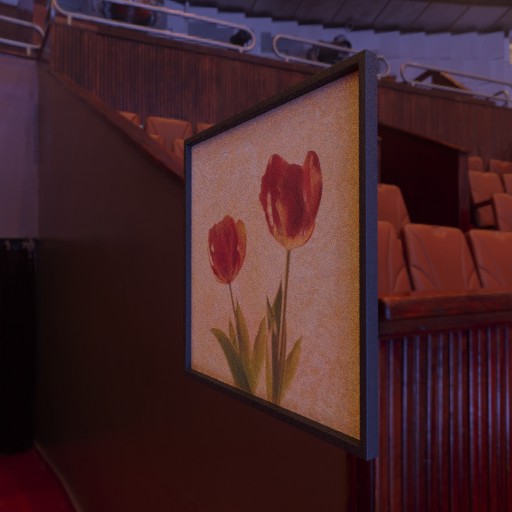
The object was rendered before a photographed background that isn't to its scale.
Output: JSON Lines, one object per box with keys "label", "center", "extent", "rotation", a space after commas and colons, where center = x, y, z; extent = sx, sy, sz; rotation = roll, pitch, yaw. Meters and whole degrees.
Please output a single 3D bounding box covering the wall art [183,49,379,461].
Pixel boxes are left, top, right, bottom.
{"label": "wall art", "center": [0.000, 0.000, 1.206], "extent": [0.043, 0.807, 0.805], "rotation": [1, -1, -35]}
